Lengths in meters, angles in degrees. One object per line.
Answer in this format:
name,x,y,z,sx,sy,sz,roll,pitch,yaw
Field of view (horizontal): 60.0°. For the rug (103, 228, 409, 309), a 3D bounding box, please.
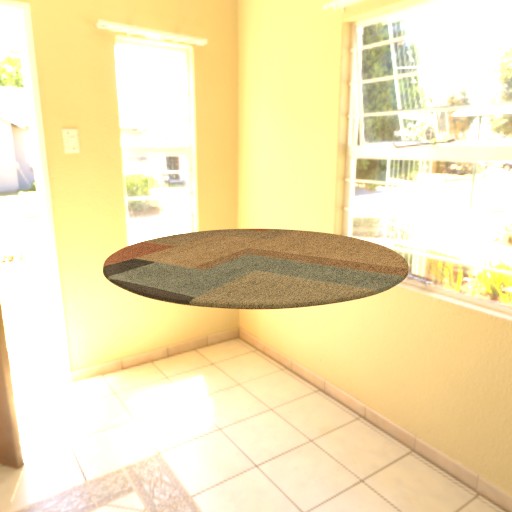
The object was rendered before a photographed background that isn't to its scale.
rug,0.000,0.000,3.750,2.461,0.033,2.461,0,14,0
